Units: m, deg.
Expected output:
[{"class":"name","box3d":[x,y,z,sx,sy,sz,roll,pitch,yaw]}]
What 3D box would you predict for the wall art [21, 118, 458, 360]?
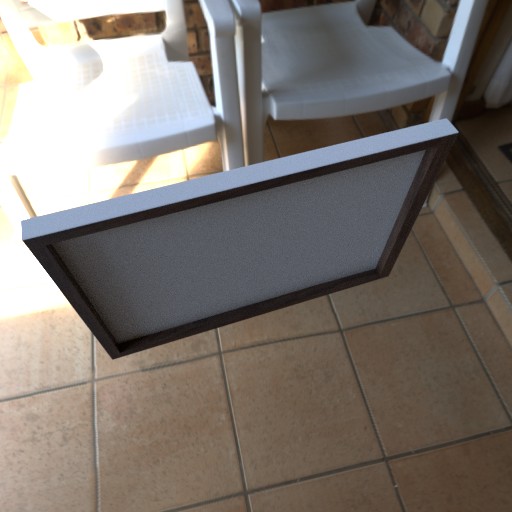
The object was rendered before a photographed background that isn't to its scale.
[{"class":"wall art","box3d":[0.000,0.000,1.151,0.914,0.610,0.050,-16,58,-10]}]
